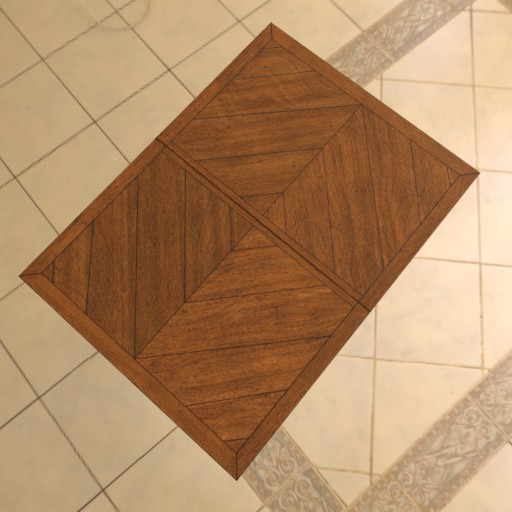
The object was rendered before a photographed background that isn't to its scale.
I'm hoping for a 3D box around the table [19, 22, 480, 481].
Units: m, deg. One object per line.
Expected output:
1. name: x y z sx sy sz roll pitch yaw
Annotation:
1. table: 0.000 0.000 1.559 0.757 0.760 1.027 40 80 9
